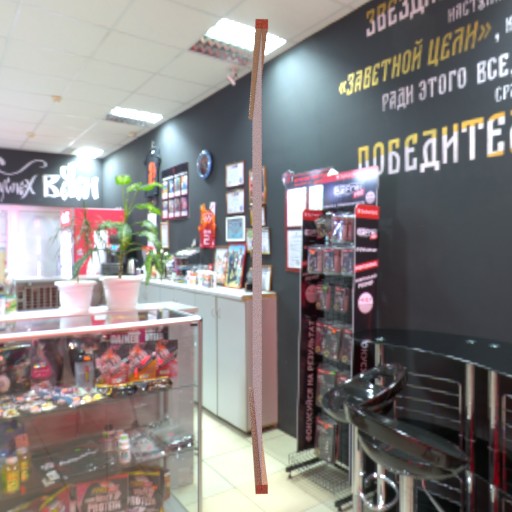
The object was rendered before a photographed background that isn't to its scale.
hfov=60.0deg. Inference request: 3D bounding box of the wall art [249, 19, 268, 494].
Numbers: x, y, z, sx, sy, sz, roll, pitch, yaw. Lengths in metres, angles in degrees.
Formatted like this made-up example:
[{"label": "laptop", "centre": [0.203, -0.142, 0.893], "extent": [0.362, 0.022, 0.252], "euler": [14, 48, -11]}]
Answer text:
[{"label": "wall art", "centre": [0.000, 0.000, 1.904], "extent": [0.040, 1.510, 0.991], "euler": [0, 1, -2]}]
